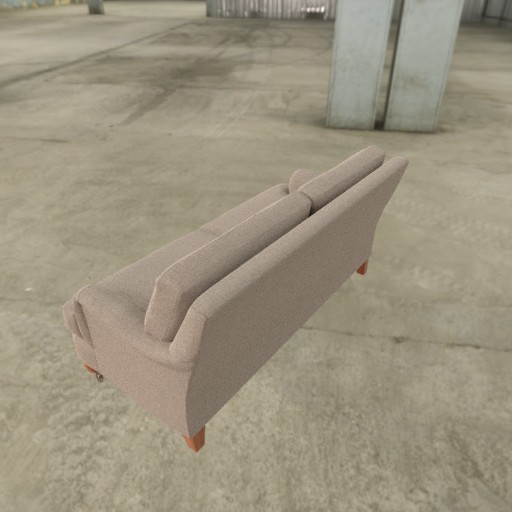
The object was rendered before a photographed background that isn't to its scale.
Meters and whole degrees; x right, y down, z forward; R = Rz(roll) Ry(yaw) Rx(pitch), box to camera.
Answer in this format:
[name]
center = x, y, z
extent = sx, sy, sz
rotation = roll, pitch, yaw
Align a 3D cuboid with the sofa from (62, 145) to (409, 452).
[sofa]
center = 0.000, 0.000, 2.813
extent = 1.087, 1.054, 2.160
rotation = 21, 37, 30
